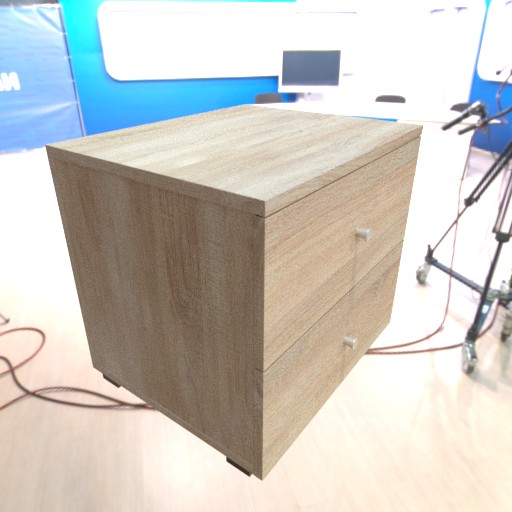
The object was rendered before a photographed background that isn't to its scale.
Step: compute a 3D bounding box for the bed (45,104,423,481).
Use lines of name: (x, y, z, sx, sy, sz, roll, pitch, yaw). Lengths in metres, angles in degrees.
bed: (0.000, 0.000, 0.778, 0.401, 0.420, 0.460, 19, 33, 32)
